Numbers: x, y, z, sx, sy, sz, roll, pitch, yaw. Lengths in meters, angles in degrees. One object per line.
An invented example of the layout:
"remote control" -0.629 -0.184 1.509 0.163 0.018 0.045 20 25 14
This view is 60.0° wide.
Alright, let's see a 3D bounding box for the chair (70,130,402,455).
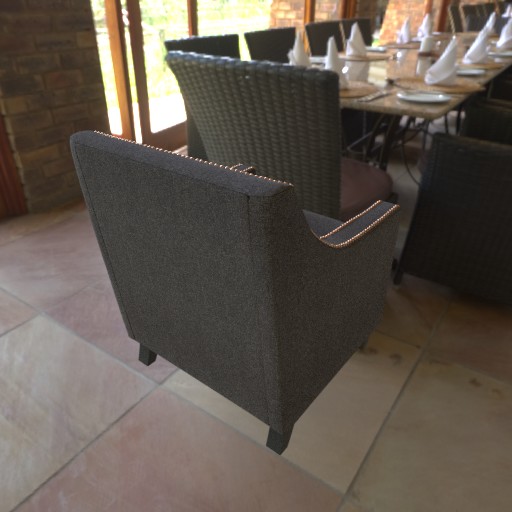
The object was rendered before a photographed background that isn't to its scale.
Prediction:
"chair" 0.000 0.000 1.649 0.776 0.967 0.884 22 37 32
